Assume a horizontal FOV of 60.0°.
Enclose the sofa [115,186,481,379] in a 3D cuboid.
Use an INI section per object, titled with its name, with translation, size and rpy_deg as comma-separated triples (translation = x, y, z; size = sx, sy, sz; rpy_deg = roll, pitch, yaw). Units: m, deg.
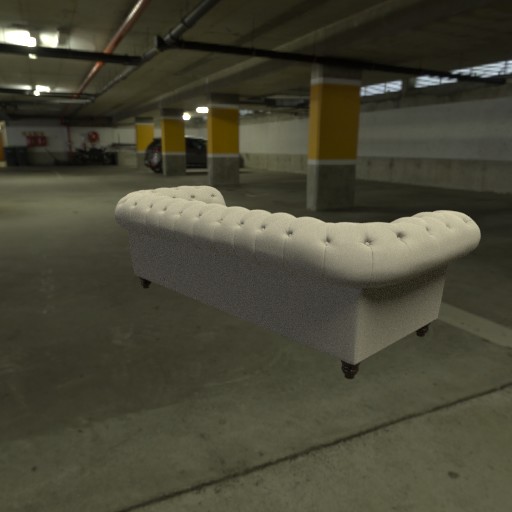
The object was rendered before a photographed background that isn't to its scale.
[sofa]
translation = 0.000, 0.000, 2.859
size = 0.991, 0.749, 2.411
rpy_deg = -13, 19, -42
